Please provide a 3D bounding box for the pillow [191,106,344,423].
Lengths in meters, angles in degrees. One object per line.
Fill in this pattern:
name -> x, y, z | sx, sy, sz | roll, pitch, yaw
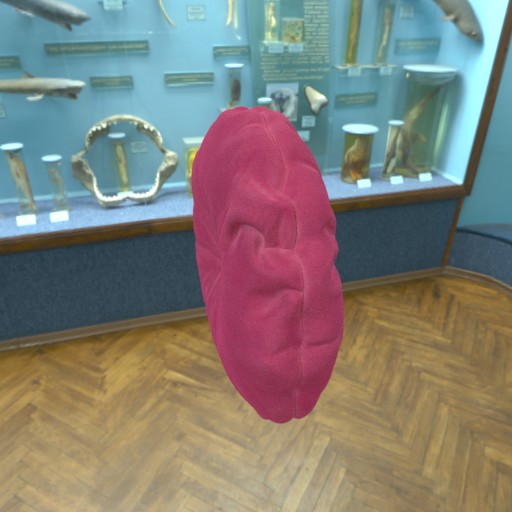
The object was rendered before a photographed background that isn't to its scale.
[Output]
pillow -> 0.000, 0.000, 0.637 | 0.148, 0.407, 0.428 | -8, 31, -13
